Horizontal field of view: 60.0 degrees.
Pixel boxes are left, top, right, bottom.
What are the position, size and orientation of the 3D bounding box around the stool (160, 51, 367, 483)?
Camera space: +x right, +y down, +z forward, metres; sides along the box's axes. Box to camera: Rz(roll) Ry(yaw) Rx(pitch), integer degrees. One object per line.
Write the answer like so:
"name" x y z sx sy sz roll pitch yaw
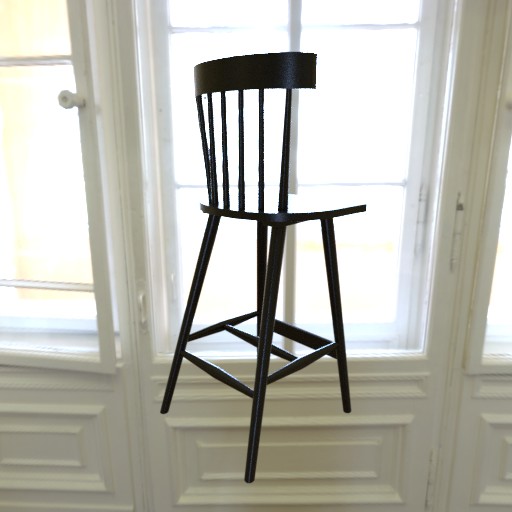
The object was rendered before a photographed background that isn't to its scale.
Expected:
"stool" 0.000 0.000 1.361 0.483 1.092 0.482 -14 21 -42
